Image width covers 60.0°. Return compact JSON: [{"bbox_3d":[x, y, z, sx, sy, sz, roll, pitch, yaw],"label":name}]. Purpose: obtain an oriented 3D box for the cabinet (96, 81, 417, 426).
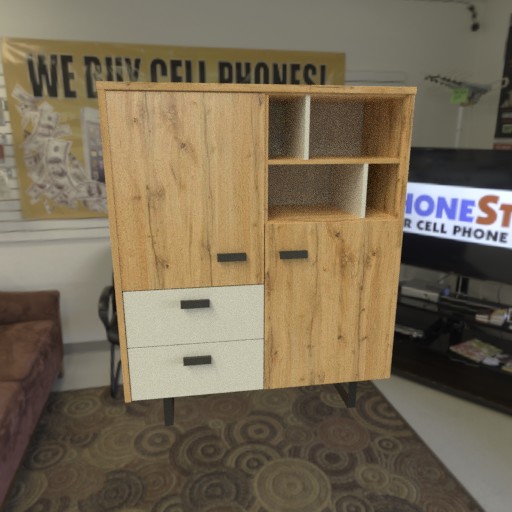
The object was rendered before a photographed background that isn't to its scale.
[{"bbox_3d":[0.000,0.000,1.984,1.168,1.397,0.473,-2,16,-9],"label":"cabinet"}]
